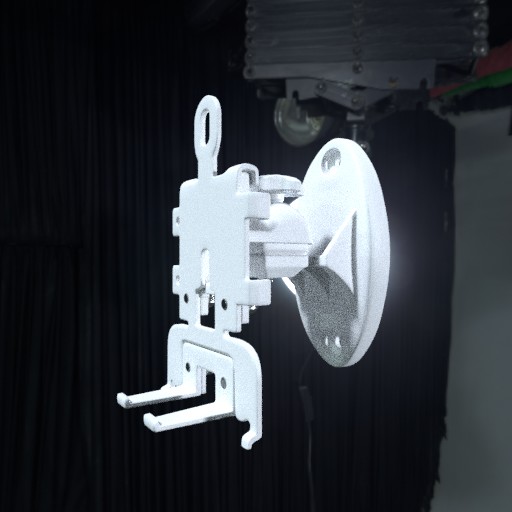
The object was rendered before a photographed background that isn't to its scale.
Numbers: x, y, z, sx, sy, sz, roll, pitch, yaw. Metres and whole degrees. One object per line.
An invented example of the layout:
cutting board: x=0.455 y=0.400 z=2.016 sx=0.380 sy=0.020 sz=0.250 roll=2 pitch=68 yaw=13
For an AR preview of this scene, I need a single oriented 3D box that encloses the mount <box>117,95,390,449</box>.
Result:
mount: x=0.000 y=0.000 z=0.177 sx=0.100 sy=0.118 sz=0.066 roll=0 pitch=0 yaw=-35
